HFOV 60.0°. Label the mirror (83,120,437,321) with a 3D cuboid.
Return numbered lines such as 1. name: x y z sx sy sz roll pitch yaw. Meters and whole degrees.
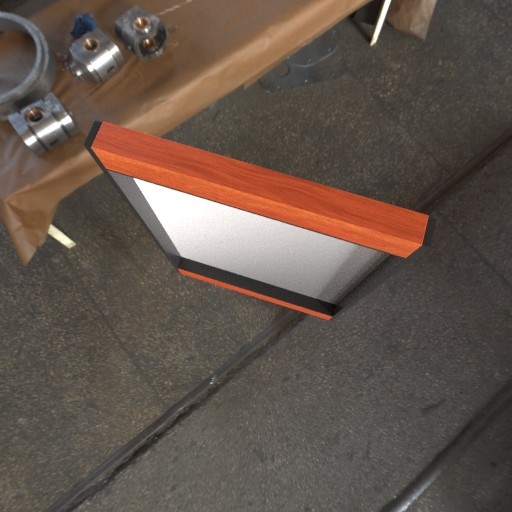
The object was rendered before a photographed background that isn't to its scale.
1. mirror: 0.000 0.000 1.039 0.525 0.823 0.047 17 75 5
